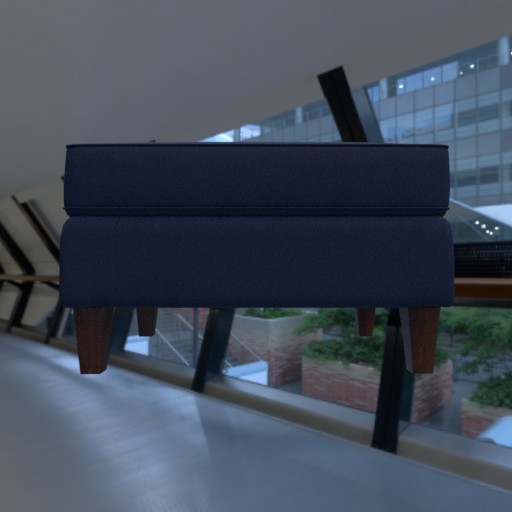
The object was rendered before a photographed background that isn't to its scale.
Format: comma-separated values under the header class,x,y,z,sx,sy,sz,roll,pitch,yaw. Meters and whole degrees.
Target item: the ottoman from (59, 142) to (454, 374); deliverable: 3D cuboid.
class,x,y,z,sx,sy,sz,roll,pitch,yaw
ottoman,0.000,0.000,1.380,0.965,0.584,0.686,0,-1,0
